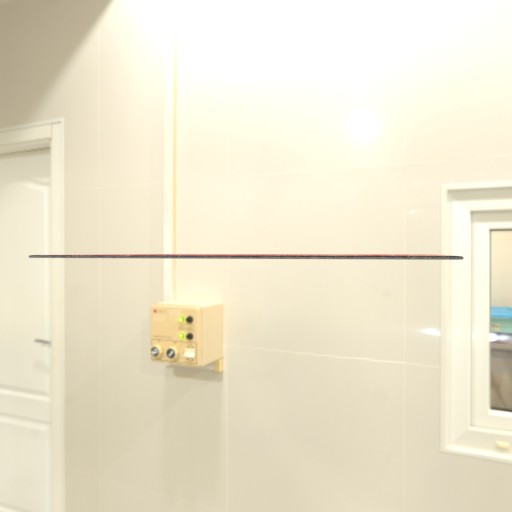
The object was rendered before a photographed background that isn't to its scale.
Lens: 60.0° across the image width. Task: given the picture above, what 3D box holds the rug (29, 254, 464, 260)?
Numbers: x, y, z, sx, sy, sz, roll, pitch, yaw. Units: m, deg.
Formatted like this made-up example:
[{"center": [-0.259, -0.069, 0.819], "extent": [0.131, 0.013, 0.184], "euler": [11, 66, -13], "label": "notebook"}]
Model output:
[{"center": [0.000, 0.000, 3.084], "extent": [2.449, 0.018, 1.539], "euler": [0, 0, 17], "label": "rug"}]
